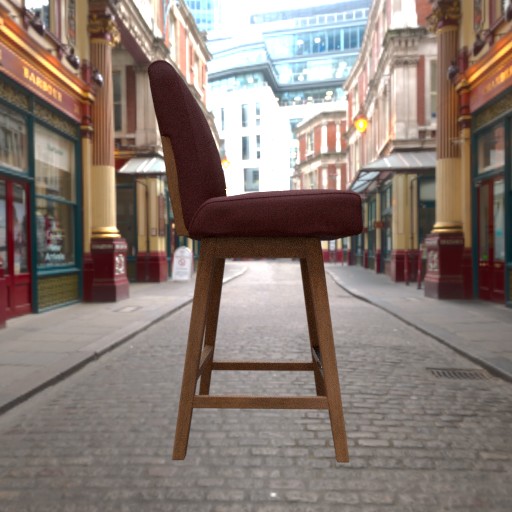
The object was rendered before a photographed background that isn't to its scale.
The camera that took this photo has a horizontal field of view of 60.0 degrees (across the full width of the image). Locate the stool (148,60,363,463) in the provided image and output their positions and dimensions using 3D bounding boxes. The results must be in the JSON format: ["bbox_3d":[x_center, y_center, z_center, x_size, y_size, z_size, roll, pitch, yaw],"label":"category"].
[{"bbox_3d":[0.000,0.000,1.340,0.562,1.038,0.468,0,0,2],"label":"stool"}]
